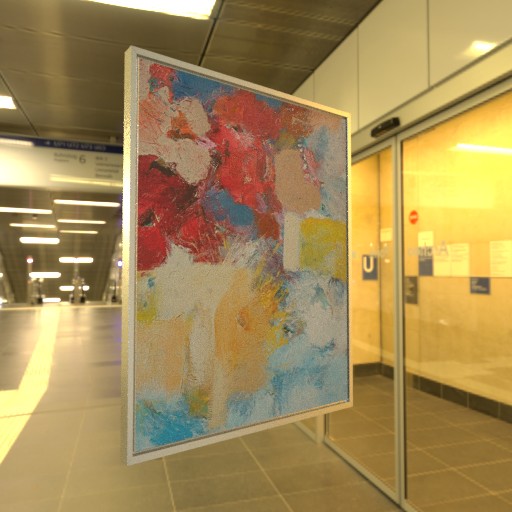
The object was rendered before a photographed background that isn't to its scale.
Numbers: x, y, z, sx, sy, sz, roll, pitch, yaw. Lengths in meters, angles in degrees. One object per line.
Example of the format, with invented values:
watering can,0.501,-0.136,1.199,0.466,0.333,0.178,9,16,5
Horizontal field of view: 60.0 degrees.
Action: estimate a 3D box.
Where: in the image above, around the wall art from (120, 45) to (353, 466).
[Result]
wall art,0.000,0.000,0.740,0.444,0.569,0.025,2,-3,-36
